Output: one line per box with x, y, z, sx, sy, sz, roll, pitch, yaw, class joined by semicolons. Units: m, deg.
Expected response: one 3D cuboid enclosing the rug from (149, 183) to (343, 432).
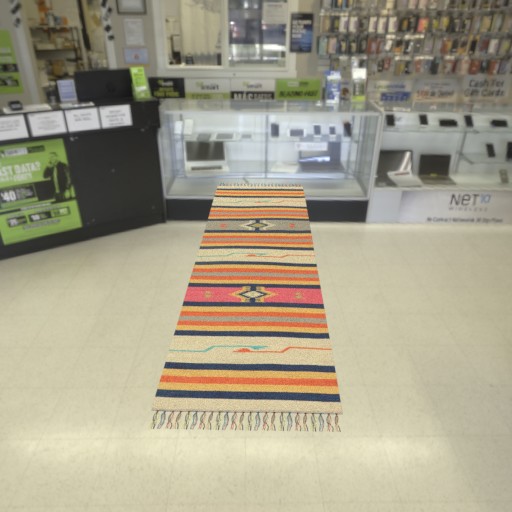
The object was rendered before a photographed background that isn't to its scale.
0.000;0.000;2.604;0.695;0.017;2.455;1;30;1;rug
